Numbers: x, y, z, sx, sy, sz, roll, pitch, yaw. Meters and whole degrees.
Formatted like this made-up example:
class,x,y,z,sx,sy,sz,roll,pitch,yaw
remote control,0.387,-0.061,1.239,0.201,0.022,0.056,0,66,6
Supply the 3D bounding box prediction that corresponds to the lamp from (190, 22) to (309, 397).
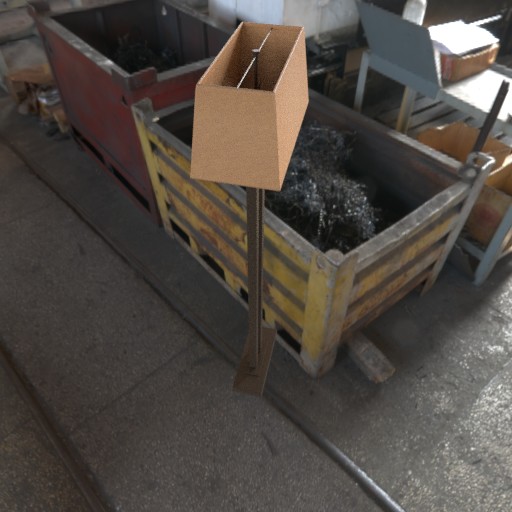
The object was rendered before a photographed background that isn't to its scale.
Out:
class,x,y,z,sx,sy,sz,roll,pitch,yaw
lamp,0.000,0.000,1.629,0.233,1.469,0.475,10,47,9
